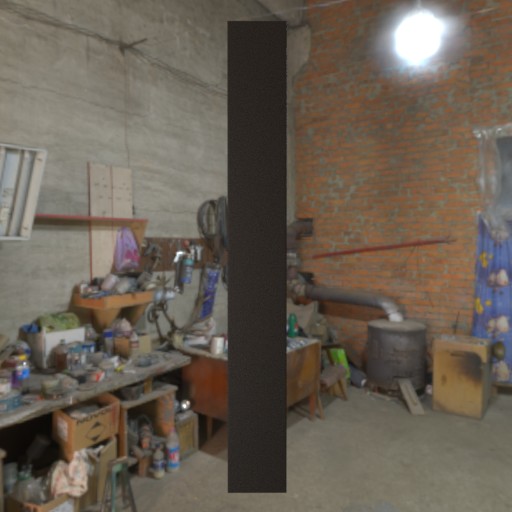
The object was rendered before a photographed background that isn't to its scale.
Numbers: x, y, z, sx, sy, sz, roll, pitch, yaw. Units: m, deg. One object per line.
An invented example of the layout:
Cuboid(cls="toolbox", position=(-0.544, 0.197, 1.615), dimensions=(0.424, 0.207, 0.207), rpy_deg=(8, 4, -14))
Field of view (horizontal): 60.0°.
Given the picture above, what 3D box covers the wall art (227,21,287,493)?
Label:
Cuboid(cls="wall art", position=(0.000, 0.000, 0.437), dimensions=(0.038, 0.304, 0.305), rpy_deg=(0, 0, 0))
